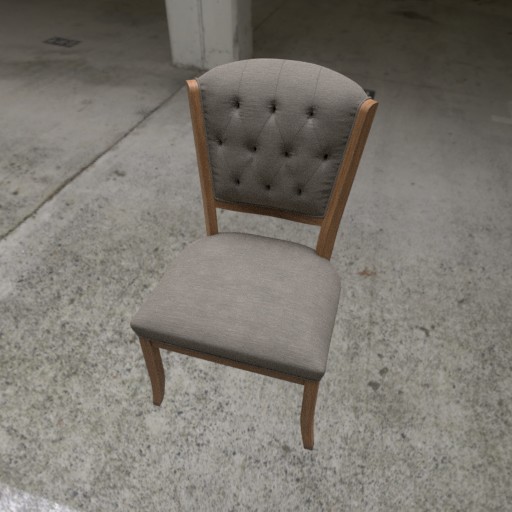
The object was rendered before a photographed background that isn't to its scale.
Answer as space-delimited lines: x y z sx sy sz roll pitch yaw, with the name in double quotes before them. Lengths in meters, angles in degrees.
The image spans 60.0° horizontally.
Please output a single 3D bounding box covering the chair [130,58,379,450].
"chair" 0.000 0.000 1.250 0.513 0.905 0.584 11 42 13
